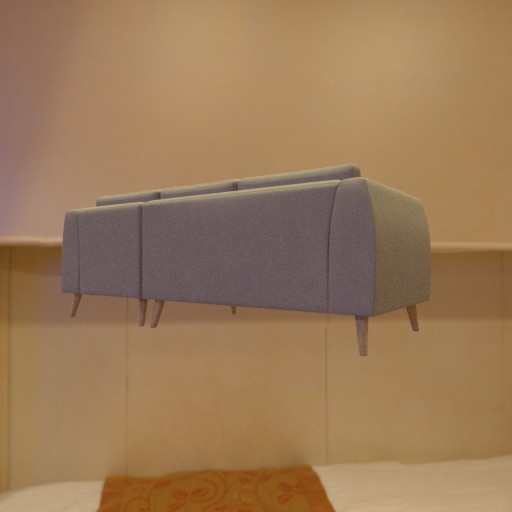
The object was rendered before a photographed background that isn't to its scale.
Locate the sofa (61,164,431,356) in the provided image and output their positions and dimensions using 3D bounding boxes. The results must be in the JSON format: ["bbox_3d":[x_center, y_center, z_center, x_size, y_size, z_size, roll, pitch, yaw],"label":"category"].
[{"bbox_3d":[0.000,0.000,3.099,2.300,0.860,1.580,0,0,35],"label":"sofa"}]
